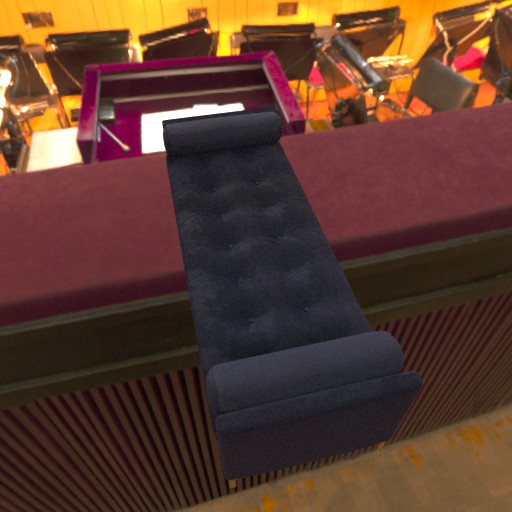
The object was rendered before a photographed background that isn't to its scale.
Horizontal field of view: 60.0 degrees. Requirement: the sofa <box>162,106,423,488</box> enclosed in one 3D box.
[{"bbox_3d":[0.000,0.000,2.460,0.796,0.705,2.102,-10,48,-9],"label":"sofa"}]
